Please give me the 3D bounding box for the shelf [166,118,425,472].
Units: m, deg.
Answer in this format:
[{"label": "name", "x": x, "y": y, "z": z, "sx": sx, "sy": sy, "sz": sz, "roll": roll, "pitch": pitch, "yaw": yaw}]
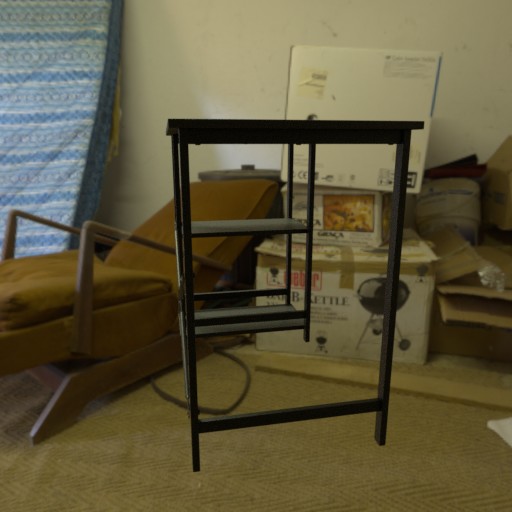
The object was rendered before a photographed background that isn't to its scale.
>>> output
[{"label": "shelf", "x": 0.000, "y": 0.000, "z": 1.347, "sx": 0.498, "sy": 0.749, "sz": 0.902, "roll": -3, "pitch": 15, "yaw": -11}]
